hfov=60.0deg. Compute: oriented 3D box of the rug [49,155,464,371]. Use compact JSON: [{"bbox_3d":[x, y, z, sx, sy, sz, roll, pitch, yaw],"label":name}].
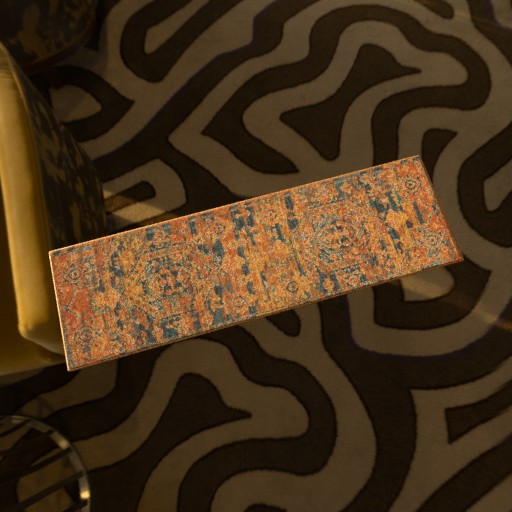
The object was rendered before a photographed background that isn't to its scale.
[{"bbox_3d":[0.000,0.000,2.027,1.820,0.013,0.556,-15,75,-4],"label":"rug"}]
